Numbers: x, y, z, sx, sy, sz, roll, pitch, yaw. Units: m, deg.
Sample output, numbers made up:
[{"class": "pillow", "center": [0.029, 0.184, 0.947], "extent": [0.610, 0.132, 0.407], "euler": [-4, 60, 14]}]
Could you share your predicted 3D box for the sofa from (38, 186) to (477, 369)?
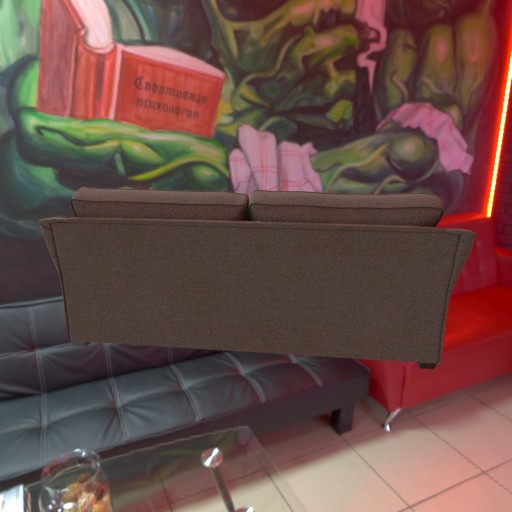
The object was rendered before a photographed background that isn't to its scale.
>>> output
[{"class": "sofa", "center": [0.000, 0.000, 2.770], "extent": [2.270, 0.906, 0.986], "euler": [2, 17, 7]}]
